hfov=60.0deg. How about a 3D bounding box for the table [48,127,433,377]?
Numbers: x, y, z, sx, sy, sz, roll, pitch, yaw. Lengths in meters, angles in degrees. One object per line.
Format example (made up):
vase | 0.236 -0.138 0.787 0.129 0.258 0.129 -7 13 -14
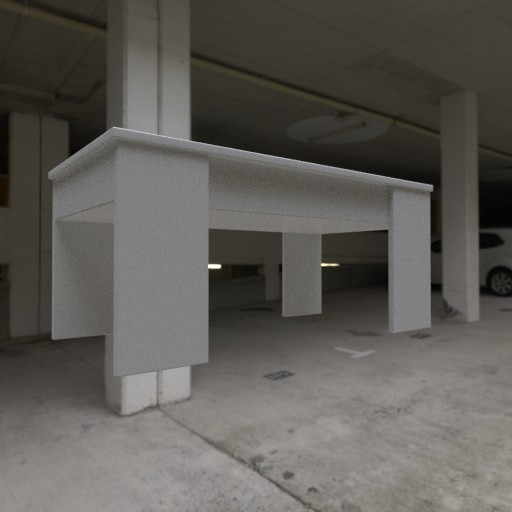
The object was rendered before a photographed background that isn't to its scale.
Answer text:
table | 0.000 0.000 1.272 1.000 0.440 0.500 1 -1 -37
